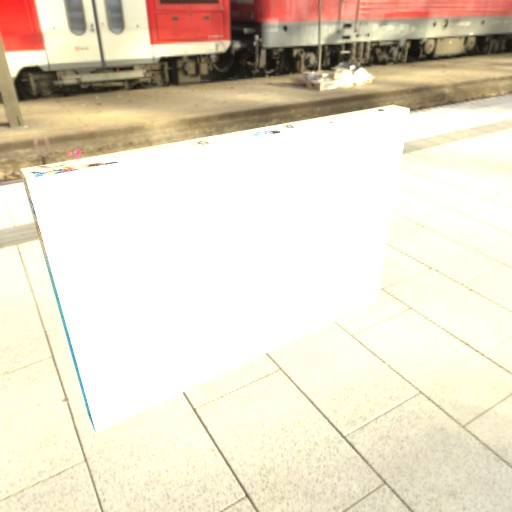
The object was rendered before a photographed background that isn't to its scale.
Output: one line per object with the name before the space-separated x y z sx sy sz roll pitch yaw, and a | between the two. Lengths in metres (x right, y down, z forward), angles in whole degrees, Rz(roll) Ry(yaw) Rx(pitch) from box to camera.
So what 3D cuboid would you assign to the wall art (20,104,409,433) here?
wall art | 0.000 0.000 1.069 0.894 0.595 0.057 -19 35 -29
